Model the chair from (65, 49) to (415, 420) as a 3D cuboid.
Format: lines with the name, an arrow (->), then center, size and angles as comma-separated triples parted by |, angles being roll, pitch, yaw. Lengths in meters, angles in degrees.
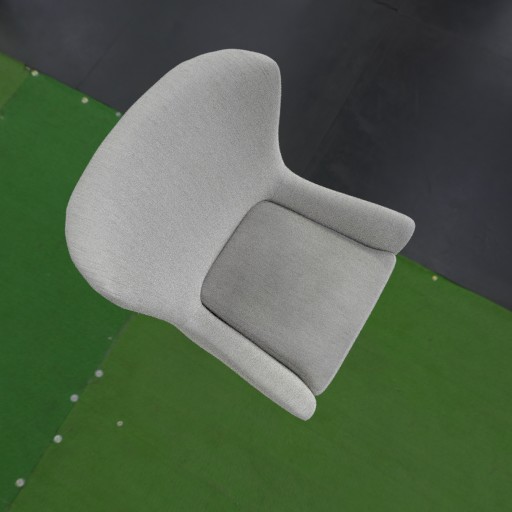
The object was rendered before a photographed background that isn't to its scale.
chair -> 0.000, 0.000, 1.572 | 0.904, 1.000, 0.779 | 31, 77, 8
